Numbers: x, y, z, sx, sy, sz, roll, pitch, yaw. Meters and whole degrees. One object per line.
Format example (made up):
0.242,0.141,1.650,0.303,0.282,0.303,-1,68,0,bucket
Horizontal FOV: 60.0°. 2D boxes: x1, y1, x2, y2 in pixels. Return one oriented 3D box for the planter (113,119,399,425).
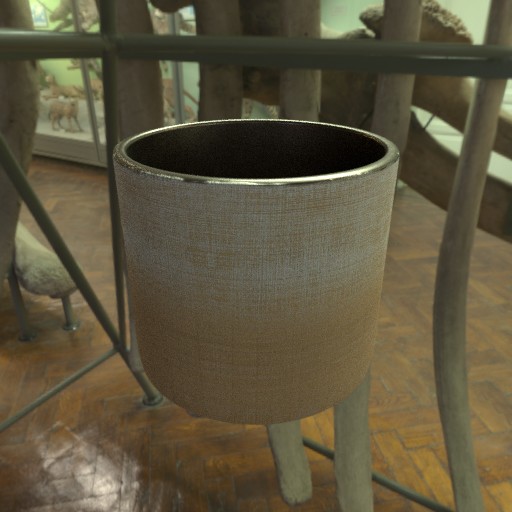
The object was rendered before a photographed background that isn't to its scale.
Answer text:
0.000,0.000,0.392,0.221,0.201,0.221,0,26,0,planter
